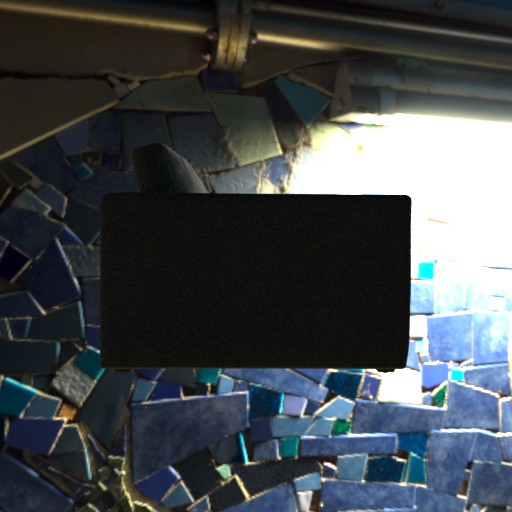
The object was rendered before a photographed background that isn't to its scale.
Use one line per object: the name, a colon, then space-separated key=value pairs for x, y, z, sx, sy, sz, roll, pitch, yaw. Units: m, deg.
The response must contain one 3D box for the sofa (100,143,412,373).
sofa: x=0.000 y=0.000 z=2.477 sx=1.091 sy=0.845 sz=1.909 roll=0 pitch=0 yaw=0
